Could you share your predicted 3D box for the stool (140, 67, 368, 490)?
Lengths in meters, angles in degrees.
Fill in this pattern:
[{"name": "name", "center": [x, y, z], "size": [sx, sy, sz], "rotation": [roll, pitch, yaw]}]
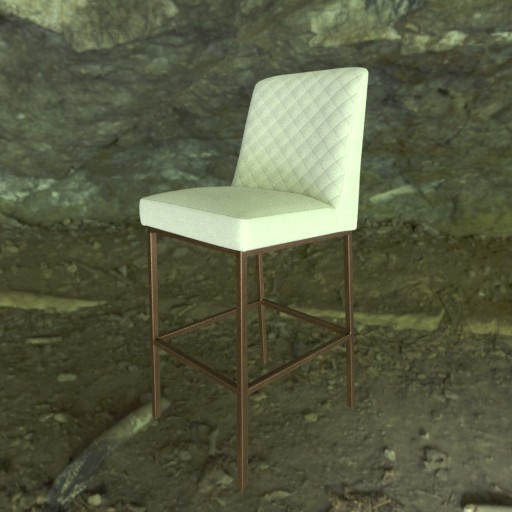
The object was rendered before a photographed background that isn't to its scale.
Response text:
[{"name": "stool", "center": [0.000, 0.000, 1.349], "size": [0.546, 1.084, 0.462], "rotation": [-15, 22, -42]}]
